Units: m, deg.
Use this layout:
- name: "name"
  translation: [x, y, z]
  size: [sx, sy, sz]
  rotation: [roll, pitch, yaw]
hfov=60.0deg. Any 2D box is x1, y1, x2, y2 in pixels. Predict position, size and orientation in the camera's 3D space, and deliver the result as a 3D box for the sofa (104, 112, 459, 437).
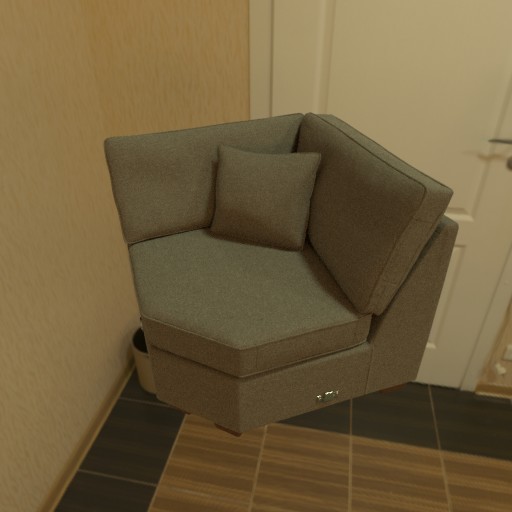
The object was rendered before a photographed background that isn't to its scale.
- name: "sofa"
  translation: [0.000, 0.000, 1.840]
  size: [1.050, 0.951, 1.042]
  rotation: [-10, 34, -15]
